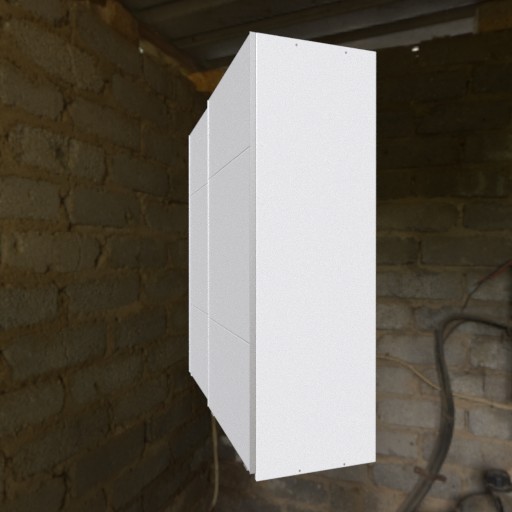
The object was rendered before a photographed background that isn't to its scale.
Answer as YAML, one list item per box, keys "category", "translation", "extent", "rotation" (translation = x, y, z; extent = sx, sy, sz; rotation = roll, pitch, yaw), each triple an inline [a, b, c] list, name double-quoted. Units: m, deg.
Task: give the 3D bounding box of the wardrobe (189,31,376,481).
- category: "wardrobe"
  translation: [0.000, 0.000, 2.864]
  extent: [0.629, 1.960, 1.780]
  rotation: [0, 0, -18]
